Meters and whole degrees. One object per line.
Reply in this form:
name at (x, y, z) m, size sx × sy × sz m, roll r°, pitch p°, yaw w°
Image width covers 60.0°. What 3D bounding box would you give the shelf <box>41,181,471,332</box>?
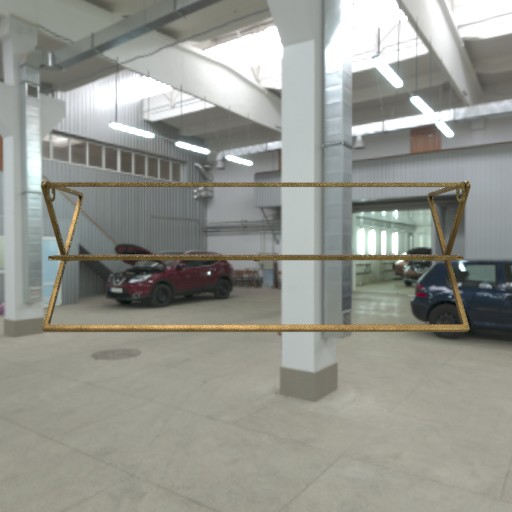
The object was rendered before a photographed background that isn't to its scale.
shelf at (0.000, 0.000, 0.740) m, size 0.645 × 0.229 × 0.150 m, roll 0°, pitch 1°, yaw 0°
